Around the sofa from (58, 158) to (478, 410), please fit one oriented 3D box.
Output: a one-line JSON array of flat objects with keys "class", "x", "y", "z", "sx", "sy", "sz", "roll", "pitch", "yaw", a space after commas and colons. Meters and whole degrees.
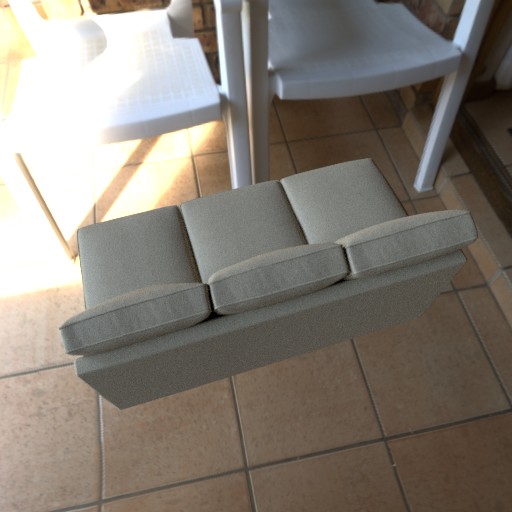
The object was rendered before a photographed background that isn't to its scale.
[{"class": "sofa", "x": 0.000, "y": 0.000, "z": 2.541, "sx": 1.962, "sy": 0.973, "sz": 1.027, "roll": -15, "pitch": 60, "yaw": -9}]
